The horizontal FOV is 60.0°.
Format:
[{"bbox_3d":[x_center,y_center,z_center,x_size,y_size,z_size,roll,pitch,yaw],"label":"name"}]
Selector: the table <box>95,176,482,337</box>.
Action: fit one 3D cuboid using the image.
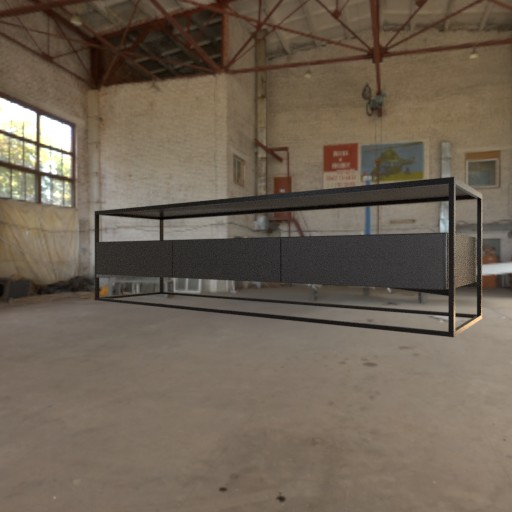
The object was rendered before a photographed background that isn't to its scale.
[{"bbox_3d":[0.000,0.000,1.684,1.486,0.395,0.399,0,0,36],"label":"table"}]
